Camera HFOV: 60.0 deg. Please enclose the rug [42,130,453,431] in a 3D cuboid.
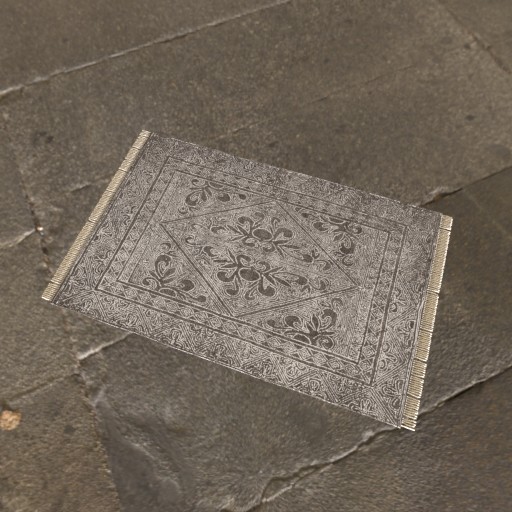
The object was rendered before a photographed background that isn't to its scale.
[{"bbox_3d":[0.000,0.000,3.015,2.440,0.010,1.529,17,65,9],"label":"rug"}]
